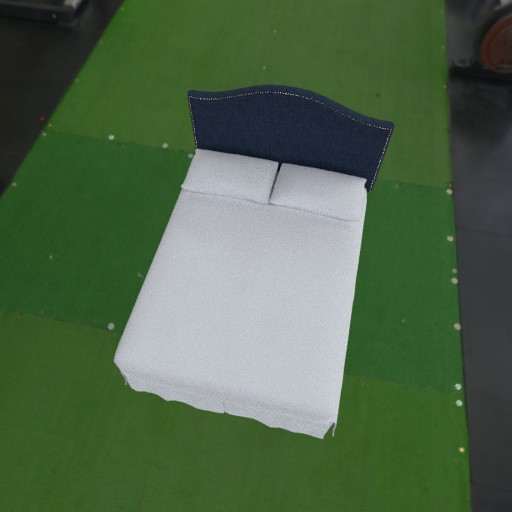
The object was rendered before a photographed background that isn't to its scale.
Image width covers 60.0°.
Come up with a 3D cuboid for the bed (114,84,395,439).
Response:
[{"bbox_3d":[0.000,0.000,3.429,1.725,1.518,2.153,11,60,7],"label":"bed"}]
